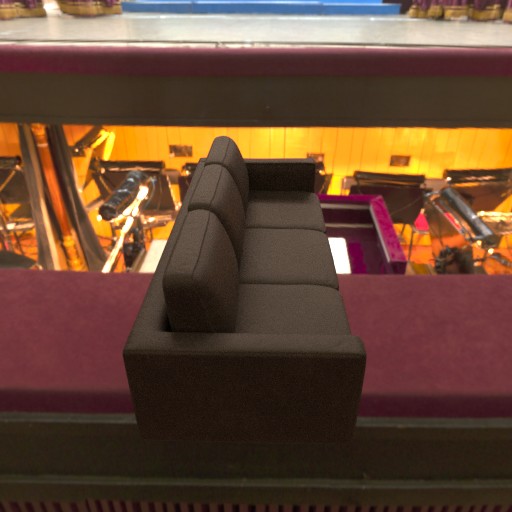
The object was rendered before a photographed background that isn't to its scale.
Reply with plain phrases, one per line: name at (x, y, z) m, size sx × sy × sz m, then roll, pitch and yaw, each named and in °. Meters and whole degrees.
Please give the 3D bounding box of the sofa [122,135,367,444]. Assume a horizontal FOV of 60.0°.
sofa at (0.000, 0.000, 2.493) m, size 0.879 × 0.899 × 2.029 m, roll 1°, pitch 31°, yaw 1°
